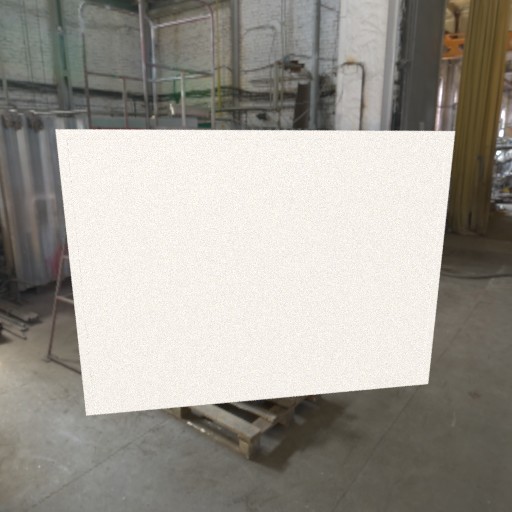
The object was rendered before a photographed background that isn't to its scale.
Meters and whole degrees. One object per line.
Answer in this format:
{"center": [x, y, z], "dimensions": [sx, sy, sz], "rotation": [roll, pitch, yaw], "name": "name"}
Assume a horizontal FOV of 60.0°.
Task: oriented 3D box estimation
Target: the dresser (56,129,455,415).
{"center": [0.000, 0.000, 1.524], "dimensions": [1.100, 0.820, 0.460], "rotation": [-2, 14, -9], "name": "dresser"}
